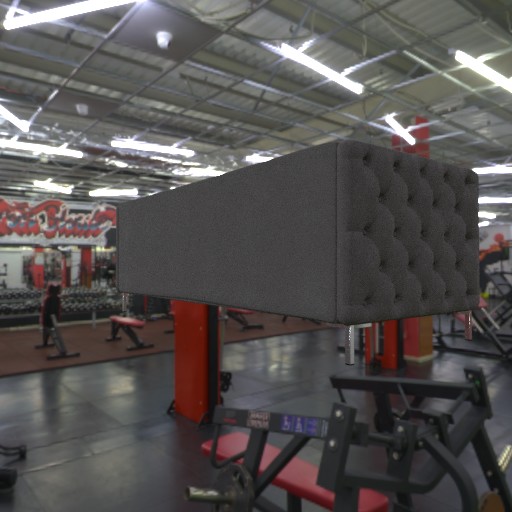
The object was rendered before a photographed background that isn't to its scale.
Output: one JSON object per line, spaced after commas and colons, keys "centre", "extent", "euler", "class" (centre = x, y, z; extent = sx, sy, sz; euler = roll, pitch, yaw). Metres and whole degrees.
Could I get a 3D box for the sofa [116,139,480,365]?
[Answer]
{"centre": [0.000, 0.000, 2.571], "extent": [0.895, 0.771, 2.209], "euler": [1, -1, -37], "class": "sofa"}
